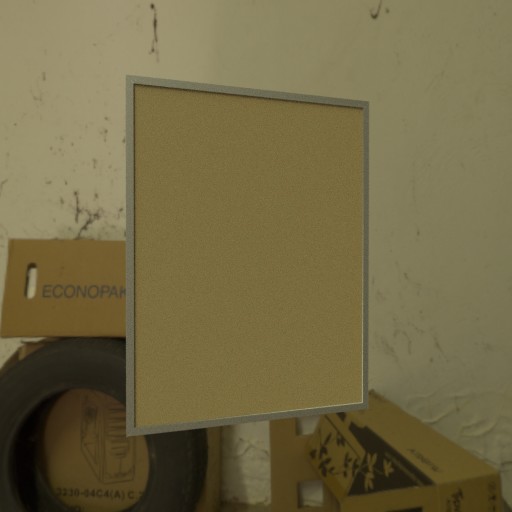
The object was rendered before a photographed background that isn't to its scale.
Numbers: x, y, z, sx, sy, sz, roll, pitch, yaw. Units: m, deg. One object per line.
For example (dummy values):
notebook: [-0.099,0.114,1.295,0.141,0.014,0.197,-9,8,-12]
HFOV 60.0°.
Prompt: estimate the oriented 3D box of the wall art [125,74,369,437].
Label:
wall art: [0.000,0.000,1.402,0.789,1.042,0.034,0,1,-17]
